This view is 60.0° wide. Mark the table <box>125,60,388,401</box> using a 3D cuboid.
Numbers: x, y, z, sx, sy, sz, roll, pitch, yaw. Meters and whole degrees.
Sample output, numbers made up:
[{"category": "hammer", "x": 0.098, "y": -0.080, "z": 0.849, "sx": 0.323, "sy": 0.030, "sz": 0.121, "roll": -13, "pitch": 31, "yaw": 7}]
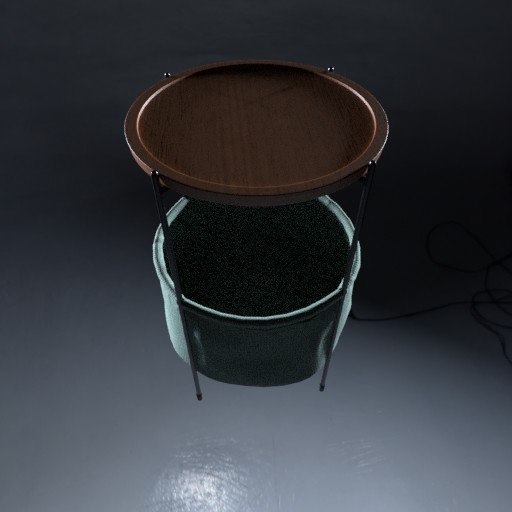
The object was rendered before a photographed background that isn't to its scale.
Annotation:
[{"category": "table", "x": 0.000, "y": 0.000, "z": 0.885, "sx": 0.400, "sy": 0.623, "sz": 0.400, "roll": -3, "pitch": 47, "yaw": -3}]
